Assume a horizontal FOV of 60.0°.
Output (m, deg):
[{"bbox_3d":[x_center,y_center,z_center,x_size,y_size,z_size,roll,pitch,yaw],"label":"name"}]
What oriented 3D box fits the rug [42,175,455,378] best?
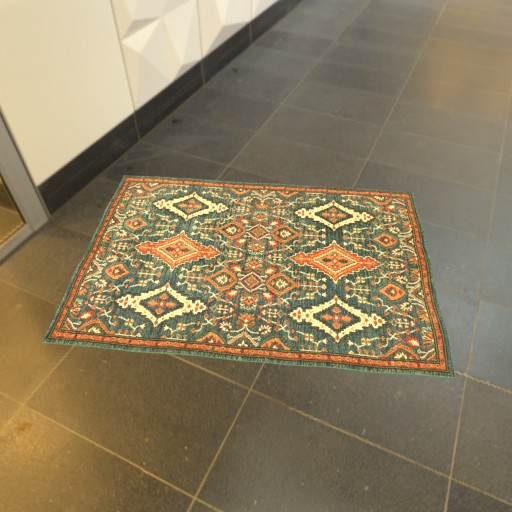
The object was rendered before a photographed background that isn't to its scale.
[{"bbox_3d":[0.000,0.000,3.043,2.373,0.009,1.622,4,47,4],"label":"rug"}]
